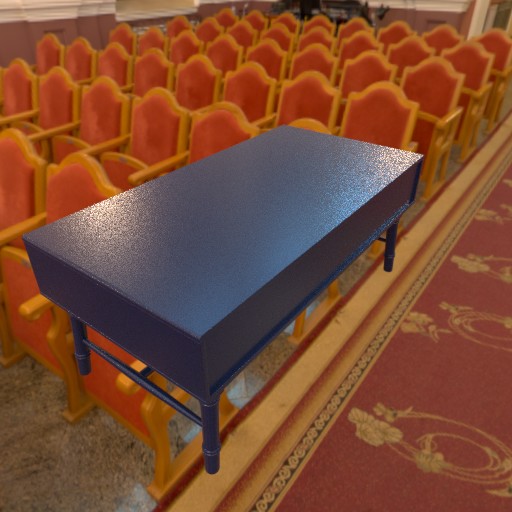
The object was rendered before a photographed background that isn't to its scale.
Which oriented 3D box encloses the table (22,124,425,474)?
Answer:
[{"bbox_3d":[0.000,0.000,1.351,0.572,0.457,1.067,22,39,30],"label":"table"}]
